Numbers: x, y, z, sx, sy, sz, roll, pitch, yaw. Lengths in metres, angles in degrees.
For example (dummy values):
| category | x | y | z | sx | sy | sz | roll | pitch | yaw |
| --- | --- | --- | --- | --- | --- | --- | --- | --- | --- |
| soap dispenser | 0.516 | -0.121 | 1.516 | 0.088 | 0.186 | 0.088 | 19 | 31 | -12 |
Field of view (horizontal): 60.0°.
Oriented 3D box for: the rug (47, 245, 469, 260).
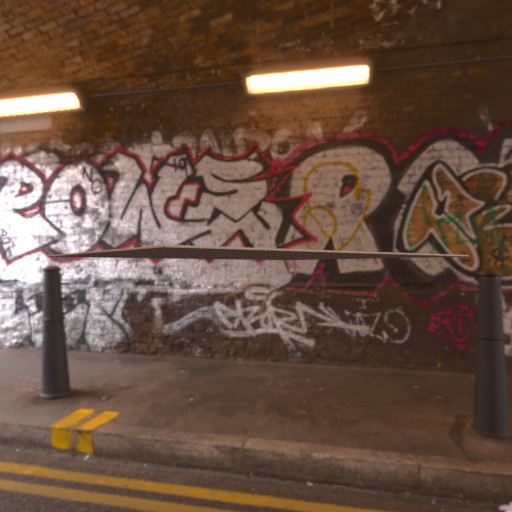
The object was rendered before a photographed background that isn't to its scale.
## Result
| category | x | y | z | sx | sy | sz | roll | pitch | yaw |
| --- | --- | --- | --- | --- | --- | --- | --- | --- | --- |
| rug | 0.000 | 0.000 | 4.099 | 3.046 | 0.015 | 2.446 | 1 | -2 | -38 |
